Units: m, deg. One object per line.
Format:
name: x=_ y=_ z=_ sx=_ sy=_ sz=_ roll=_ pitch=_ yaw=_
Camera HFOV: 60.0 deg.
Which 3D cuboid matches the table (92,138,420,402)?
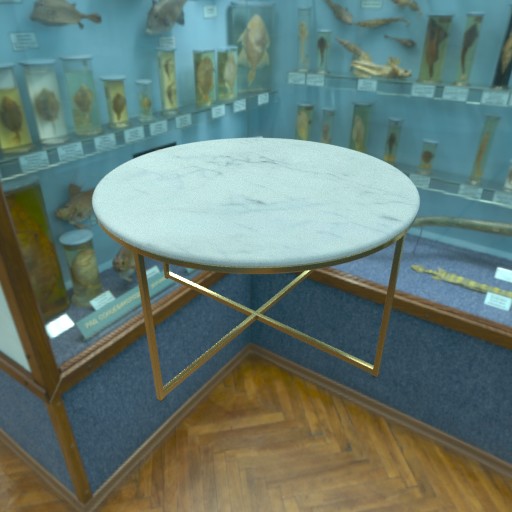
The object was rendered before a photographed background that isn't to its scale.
table: x=0.000 y=0.000 z=1.246 sx=0.800 sy=0.450 sz=0.800 roll=0 pitch=30 yaw=0
